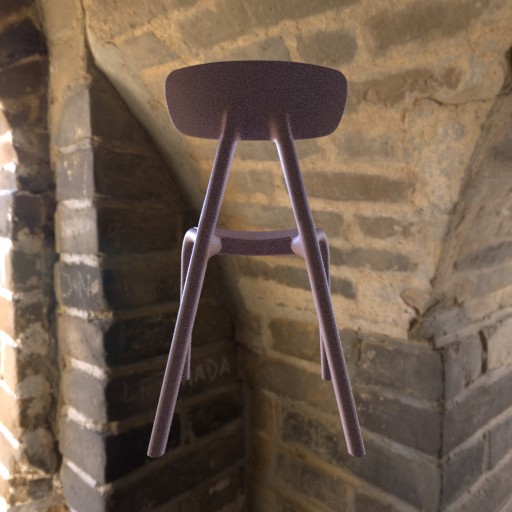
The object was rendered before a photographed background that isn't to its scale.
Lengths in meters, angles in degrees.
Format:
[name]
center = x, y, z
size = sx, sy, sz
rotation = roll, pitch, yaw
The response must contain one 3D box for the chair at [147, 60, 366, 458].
[chair]
center = 0.000, 0.000, 0.835
size = 0.356, 0.580, 0.401
rotation = 0, 1, 0
